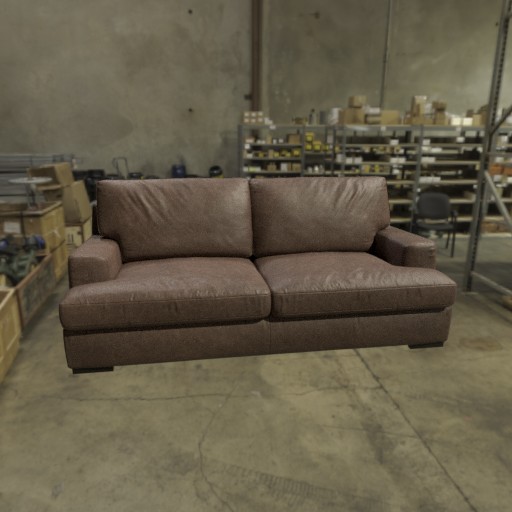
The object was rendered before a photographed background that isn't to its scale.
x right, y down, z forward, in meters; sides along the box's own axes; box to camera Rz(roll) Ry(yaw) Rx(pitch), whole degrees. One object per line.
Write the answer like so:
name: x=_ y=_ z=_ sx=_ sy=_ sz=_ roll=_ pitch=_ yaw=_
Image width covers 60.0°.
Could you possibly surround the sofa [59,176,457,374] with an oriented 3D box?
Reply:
sofa: x=0.000 y=0.000 z=2.874 sx=2.261 sy=0.941 sz=1.143 roll=-2 pitch=16 yaw=-8
